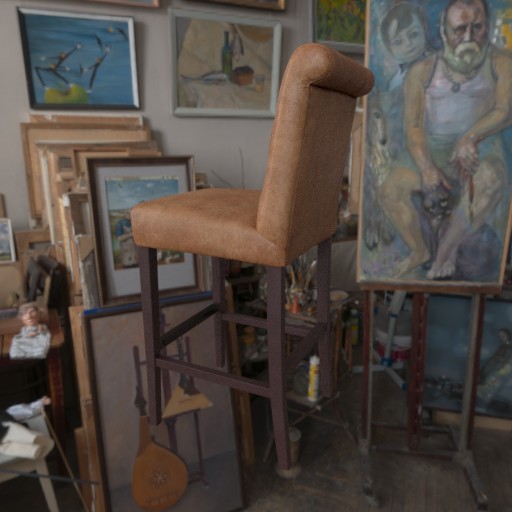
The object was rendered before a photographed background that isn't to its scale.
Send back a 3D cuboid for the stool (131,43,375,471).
[{"bbox_3d":[0.000,0.000,1.413,0.601,1.140,0.493,7,17,25],"label":"stool"}]
